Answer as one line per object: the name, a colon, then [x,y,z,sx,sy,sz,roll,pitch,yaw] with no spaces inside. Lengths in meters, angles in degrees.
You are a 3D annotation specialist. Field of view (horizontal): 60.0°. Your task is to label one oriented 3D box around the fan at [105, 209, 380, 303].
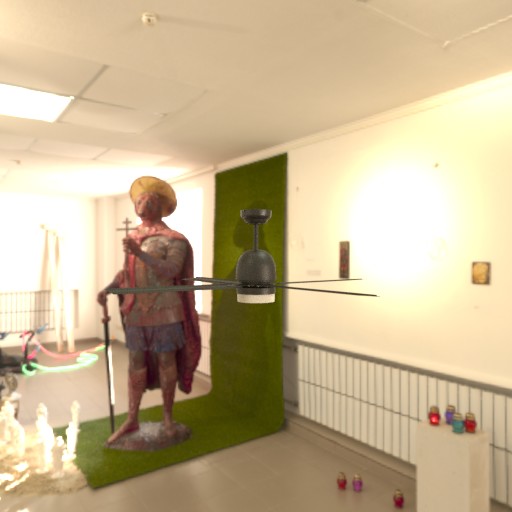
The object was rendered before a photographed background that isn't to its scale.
fan: [0.000,0.000,2.006,1.319,0.410,1.319,0,0,-36]
